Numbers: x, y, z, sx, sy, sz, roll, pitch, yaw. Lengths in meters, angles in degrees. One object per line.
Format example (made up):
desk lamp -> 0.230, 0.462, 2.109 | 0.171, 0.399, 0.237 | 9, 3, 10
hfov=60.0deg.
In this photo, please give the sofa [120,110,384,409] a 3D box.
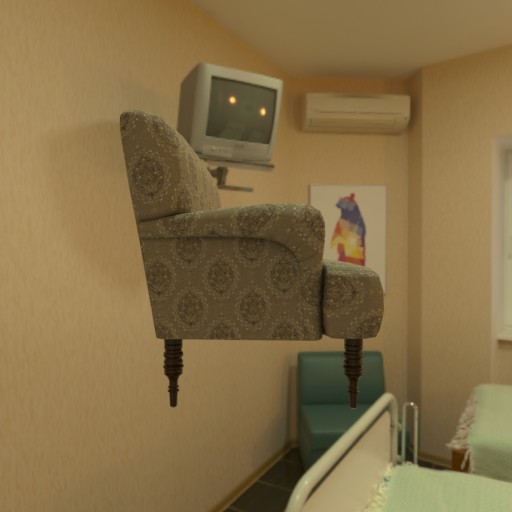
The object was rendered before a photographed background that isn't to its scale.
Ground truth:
sofa -> 0.000, 0.000, 1.860 | 0.779, 0.889, 1.297 | 0, 1, 1
